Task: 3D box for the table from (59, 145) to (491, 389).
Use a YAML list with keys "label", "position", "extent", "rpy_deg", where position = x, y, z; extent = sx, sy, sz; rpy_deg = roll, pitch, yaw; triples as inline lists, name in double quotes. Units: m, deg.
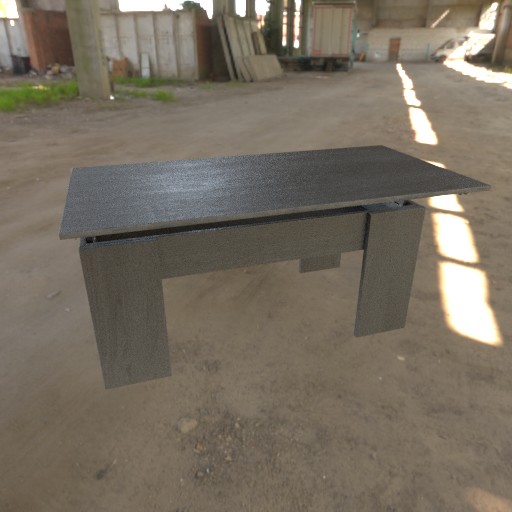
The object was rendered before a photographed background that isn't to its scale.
- label: "table"
  position: [0.000, 0.000, 1.391]
  extent: [1.000, 0.570, 0.711]
  rpy_deg: [-8, 27, -16]
